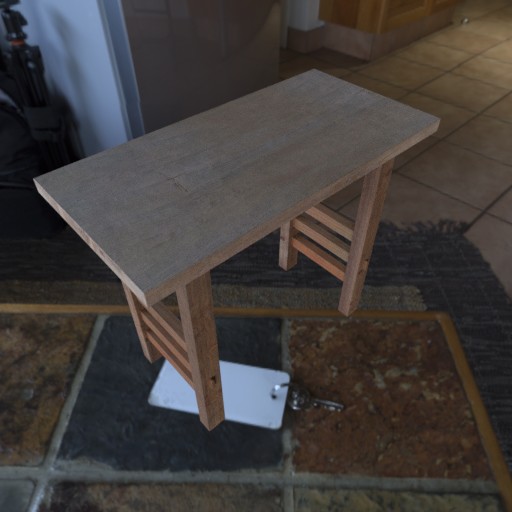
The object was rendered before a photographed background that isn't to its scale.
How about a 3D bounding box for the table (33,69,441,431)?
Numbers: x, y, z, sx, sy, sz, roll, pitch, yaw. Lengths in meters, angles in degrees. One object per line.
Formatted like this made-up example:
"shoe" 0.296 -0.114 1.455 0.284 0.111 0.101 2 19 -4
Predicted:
"table" 0.000 0.000 1.634 1.119 0.914 0.556 -32 53 -29
